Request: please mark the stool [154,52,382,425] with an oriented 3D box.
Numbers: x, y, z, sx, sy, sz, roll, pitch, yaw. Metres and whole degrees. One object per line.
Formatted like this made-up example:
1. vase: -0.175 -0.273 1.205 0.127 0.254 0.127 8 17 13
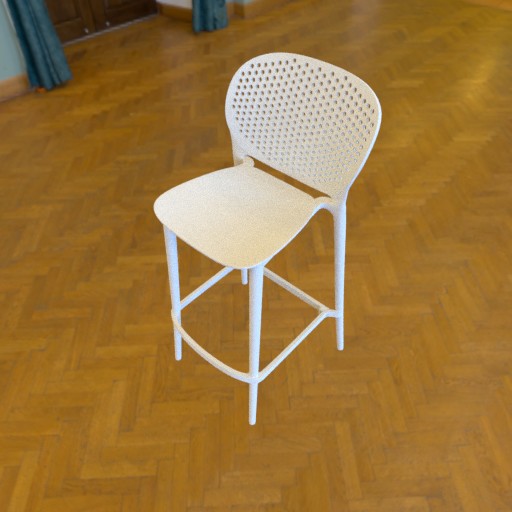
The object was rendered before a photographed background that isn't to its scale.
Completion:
1. stool: 0.000 0.000 1.386 0.536 1.045 0.535 32 54 27
